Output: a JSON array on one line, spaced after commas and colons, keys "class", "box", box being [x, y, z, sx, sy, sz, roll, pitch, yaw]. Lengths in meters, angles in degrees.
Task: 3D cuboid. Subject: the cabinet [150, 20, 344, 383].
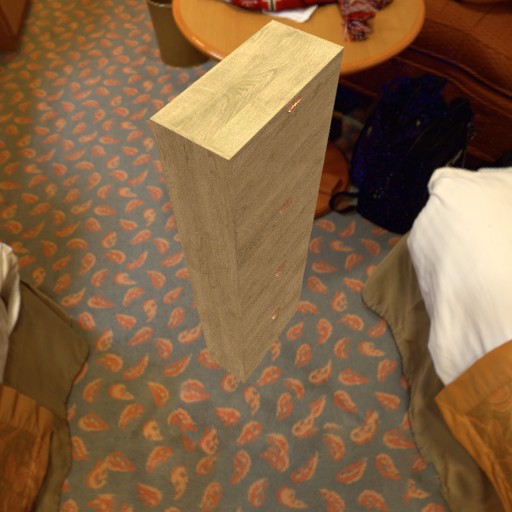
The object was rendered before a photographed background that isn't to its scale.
[{"class": "cabinet", "box": [0.000, 0.000, 1.808, 0.250, 1.630, 0.520, 31, 62, 18]}]
